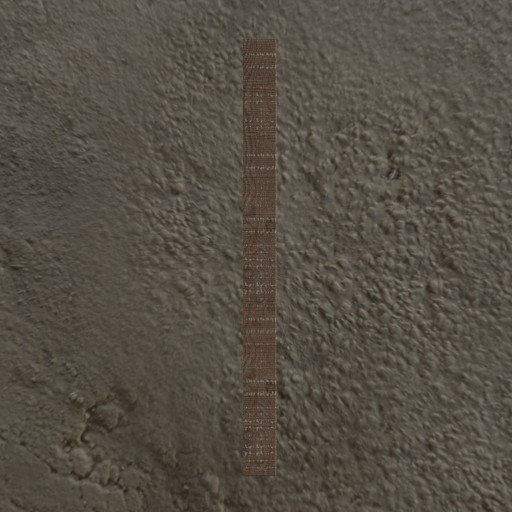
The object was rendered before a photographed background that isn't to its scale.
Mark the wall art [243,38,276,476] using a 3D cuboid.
[{"bbox_3d":[0.000,0.000,0.803,0.040,0.531,0.531,0,91,-1],"label":"wall art"}]
